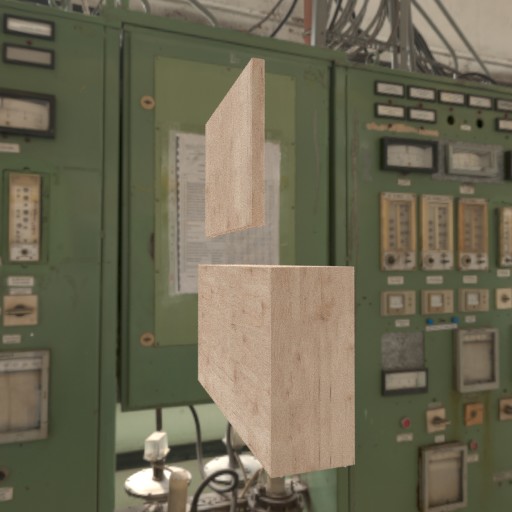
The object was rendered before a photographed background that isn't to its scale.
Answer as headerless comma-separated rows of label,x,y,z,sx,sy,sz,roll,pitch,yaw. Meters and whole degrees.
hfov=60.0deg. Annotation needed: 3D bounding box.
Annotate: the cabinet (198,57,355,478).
cabinet,0.000,0.000,2.828,0.420,1.981,1.700,0,-1,-18
